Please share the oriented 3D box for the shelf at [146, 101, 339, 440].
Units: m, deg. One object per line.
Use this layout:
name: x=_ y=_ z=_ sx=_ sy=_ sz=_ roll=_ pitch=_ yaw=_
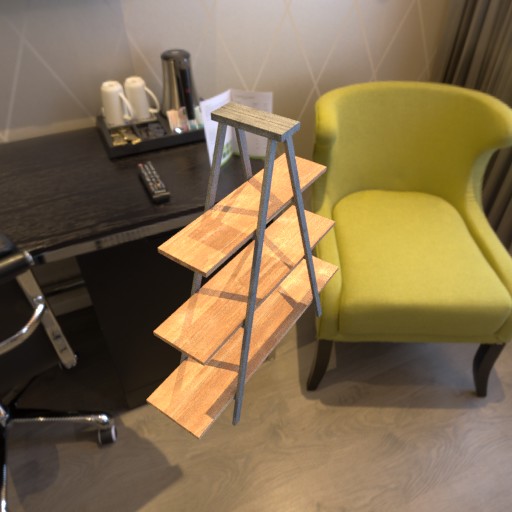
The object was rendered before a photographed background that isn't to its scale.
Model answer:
shelf: x=0.000 y=0.000 z=2.732 sx=0.508 sy=1.808 sz=1.746 roll=25 pitch=47 yaw=25
